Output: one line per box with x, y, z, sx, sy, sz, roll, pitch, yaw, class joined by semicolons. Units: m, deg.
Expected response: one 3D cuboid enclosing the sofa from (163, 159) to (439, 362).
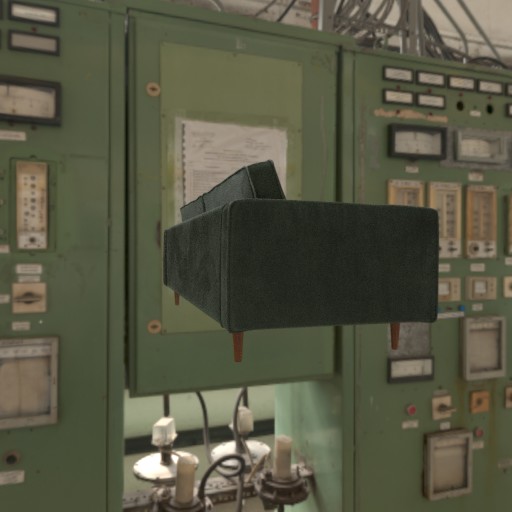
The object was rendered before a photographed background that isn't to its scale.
0.000;0.000;2.659;0.886;0.781;2.214;0;1;-17;sofa
